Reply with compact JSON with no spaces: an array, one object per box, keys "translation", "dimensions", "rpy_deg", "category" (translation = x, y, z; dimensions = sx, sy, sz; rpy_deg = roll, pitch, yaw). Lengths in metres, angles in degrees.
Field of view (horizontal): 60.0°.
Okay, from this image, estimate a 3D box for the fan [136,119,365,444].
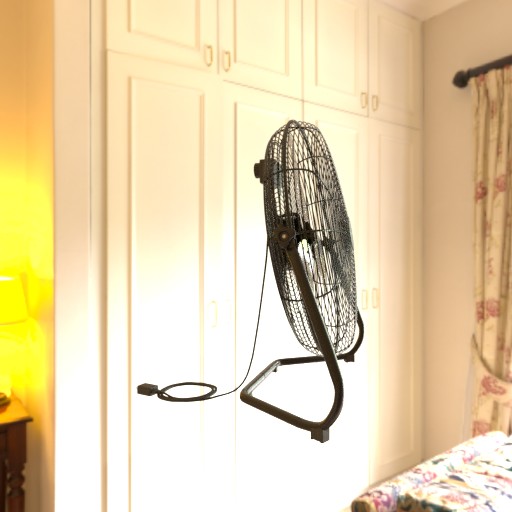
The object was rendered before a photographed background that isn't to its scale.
[{"translation":[0.000,0.000,0.947],"dimensions":[0.424,0.546,0.555],"rpy_deg":[0,0,17],"category":"fan"}]
